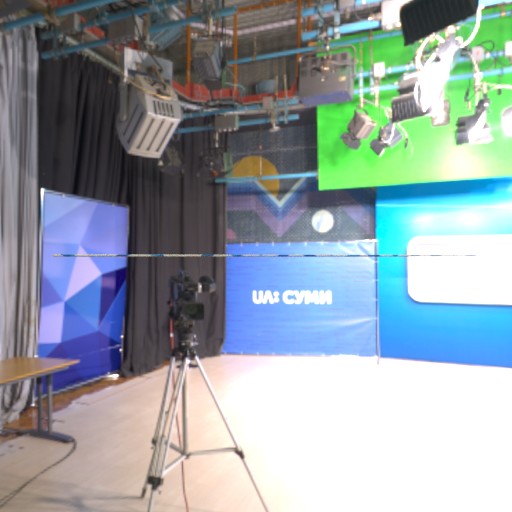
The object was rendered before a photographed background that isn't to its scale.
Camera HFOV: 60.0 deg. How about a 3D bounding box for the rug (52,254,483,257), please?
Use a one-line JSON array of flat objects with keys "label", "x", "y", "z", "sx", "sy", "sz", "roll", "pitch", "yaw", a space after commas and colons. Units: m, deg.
[{"label": "rug", "x": 0.000, "y": 0.000, "z": 2.362, "sx": 1.830, "sy": 0.008, "sz": 1.225, "roll": 0, "pitch": 0, "yaw": -17}]
